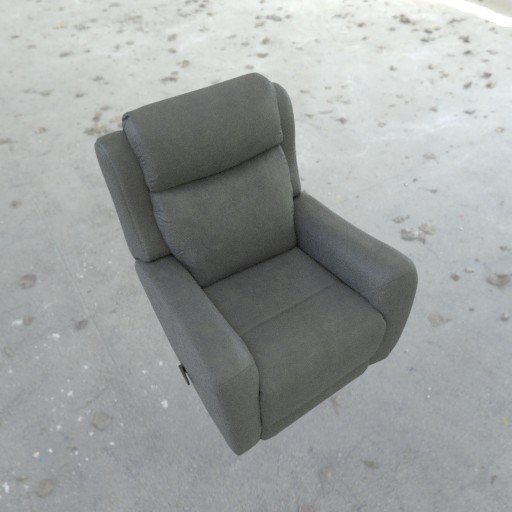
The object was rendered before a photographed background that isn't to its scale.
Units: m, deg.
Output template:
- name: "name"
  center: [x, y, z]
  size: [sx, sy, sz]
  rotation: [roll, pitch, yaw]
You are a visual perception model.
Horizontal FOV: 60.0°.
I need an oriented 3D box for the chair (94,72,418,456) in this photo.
- name: "chair"
  center: [0.000, 0.000, 1.903]
  size: [0.967, 1.116, 1.068]
  rotation: [-25, 53, -21]
